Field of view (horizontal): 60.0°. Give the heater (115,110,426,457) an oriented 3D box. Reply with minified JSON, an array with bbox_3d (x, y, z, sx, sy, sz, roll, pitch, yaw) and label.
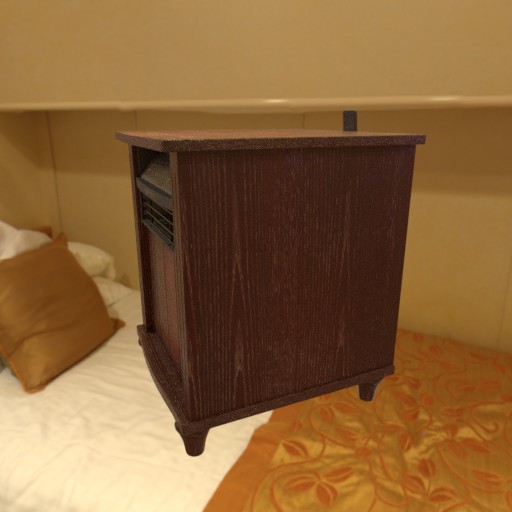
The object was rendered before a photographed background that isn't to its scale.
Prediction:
[{"bbox_3d":[0.000,0.000,0.766,0.400,0.481,0.362,-8,19,-24],"label":"heater"}]
